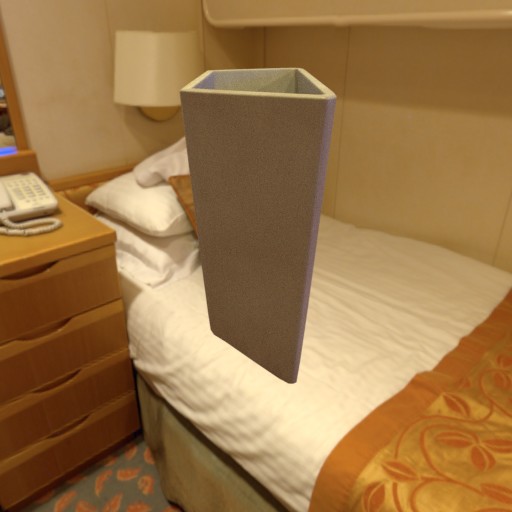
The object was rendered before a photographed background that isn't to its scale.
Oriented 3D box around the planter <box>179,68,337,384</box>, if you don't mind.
[{"bbox_3d":[0.000,0.000,0.264,0.060,0.197,0.150,0,27,0],"label":"planter"}]
